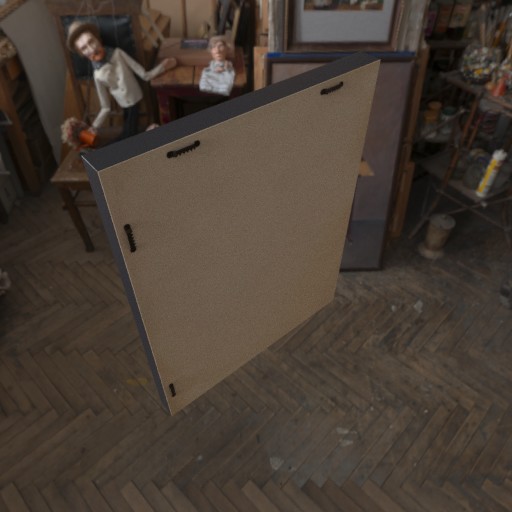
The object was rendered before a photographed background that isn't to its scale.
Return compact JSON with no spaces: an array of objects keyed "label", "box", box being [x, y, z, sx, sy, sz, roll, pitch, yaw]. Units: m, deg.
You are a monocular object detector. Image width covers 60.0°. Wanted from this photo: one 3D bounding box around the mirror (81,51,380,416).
[{"label":"mirror","box":[0.000,0.000,0.688,0.405,0.508,0.041,-31,53,-27]}]
